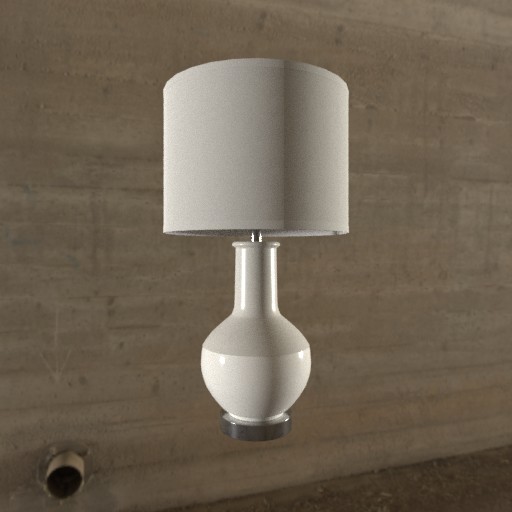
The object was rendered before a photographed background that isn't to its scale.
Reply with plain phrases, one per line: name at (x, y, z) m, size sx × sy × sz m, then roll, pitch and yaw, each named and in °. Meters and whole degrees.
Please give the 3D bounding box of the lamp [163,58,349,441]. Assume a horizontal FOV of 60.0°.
lamp at (0.000, 0.000, 0.872) m, size 0.357 × 0.673 × 0.357 m, roll 0°, pitch 1°, yaw 37°
